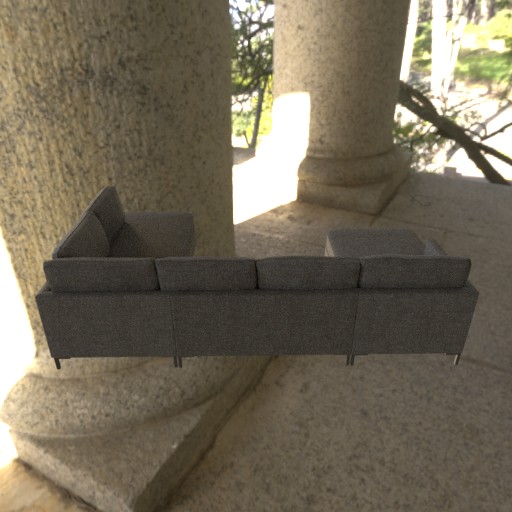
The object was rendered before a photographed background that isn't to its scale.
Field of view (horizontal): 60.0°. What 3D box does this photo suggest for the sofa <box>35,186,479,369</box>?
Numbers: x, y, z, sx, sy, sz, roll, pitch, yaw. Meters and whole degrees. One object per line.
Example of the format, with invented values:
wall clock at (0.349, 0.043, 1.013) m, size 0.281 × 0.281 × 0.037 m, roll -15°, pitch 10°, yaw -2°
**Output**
sofa at (0.000, 0.000, 4.327) m, size 3.423 × 0.999 × 2.048 m, roll 0°, pitch 29°, yaw -1°
